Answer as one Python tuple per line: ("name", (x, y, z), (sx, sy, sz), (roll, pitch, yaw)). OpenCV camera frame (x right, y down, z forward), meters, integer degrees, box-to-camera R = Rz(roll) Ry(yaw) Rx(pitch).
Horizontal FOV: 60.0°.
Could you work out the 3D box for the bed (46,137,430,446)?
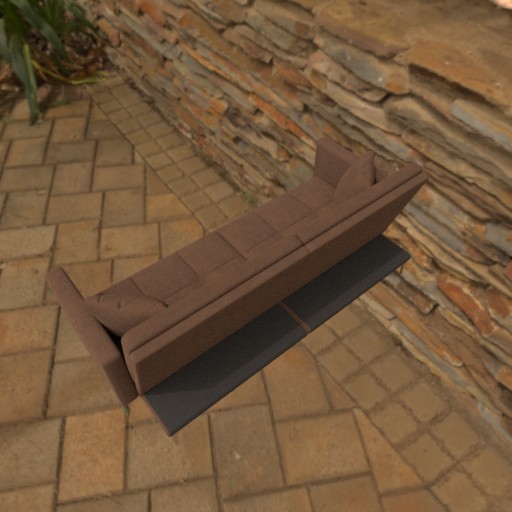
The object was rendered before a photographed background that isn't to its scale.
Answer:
("bed", (0.000, 0.000, 2.404), (1.905, 0.787, 0.889), (-31, 54, -25))
